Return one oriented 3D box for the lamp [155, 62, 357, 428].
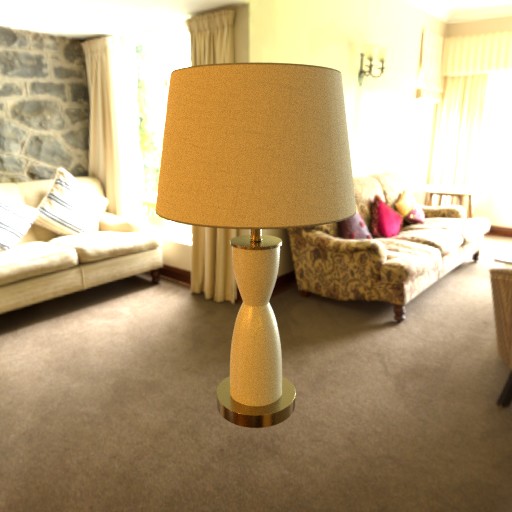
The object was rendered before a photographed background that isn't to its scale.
[{"bbox_3d":[0.000,0.000,0.716,0.309,0.545,0.309,0,16,0],"label":"lamp"}]
